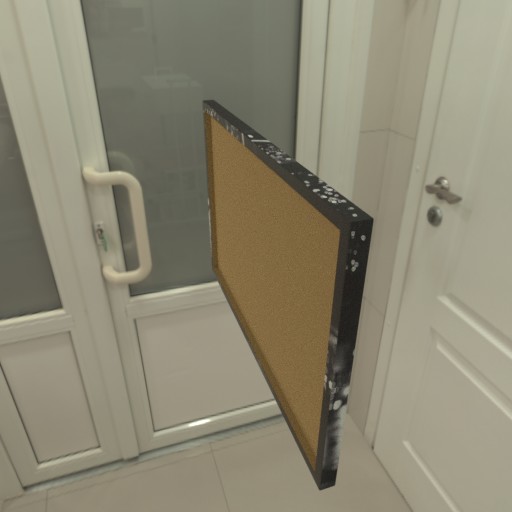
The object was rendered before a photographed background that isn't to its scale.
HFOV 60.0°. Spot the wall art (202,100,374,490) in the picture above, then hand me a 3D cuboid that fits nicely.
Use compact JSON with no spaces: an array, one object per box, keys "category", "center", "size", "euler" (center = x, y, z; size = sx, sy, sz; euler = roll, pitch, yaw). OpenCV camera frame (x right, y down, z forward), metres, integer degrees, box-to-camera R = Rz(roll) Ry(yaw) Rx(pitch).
[{"category":"wall art","center":[0.000,0.000,1.137],"size":[0.038,0.609,0.914],"euler":[-10,31,-16]}]
